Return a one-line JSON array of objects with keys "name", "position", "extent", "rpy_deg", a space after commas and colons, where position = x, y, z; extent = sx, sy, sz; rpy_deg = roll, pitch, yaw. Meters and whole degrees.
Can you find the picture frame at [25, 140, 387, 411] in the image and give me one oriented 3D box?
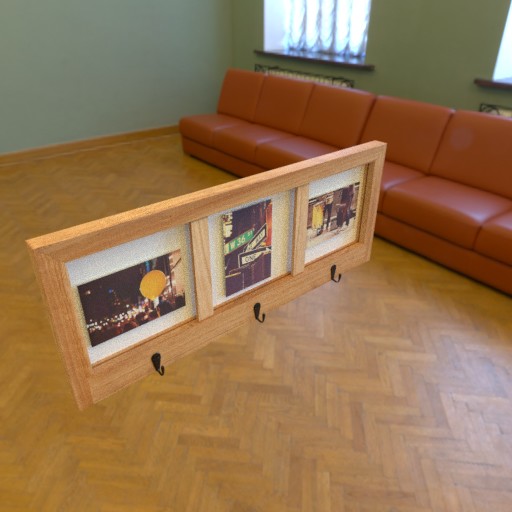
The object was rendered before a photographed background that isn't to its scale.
[{"name": "picture frame", "position": [0.000, 0.000, 0.662], "extent": [0.582, 0.234, 0.045], "rpy_deg": [-23, 37, -34]}]
